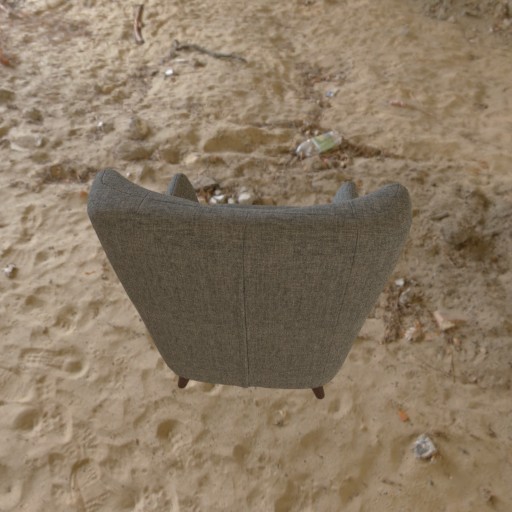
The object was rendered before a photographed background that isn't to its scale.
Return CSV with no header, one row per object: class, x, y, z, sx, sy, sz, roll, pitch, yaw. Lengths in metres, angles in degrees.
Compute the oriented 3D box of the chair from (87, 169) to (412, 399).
chair,0.000,0.000,1.730,0.878,1.063,0.904,3,46,3
